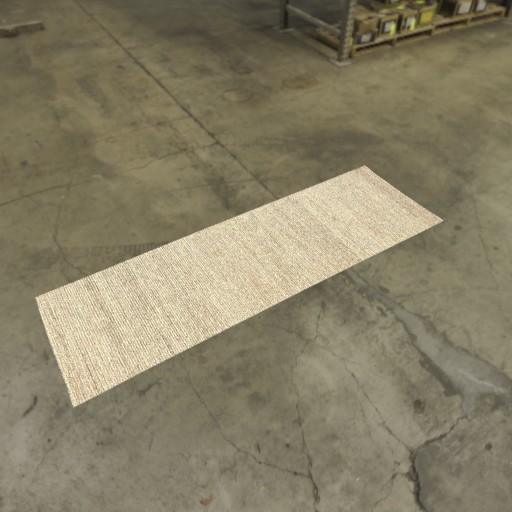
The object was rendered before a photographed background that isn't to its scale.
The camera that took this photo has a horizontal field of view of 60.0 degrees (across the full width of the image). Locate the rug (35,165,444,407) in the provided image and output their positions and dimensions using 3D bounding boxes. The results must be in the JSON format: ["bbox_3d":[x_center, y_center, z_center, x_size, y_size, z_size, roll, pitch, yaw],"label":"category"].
[{"bbox_3d":[0.000,0.000,2.633,2.390,0.014,0.741,-24,50,-22],"label":"rug"}]
